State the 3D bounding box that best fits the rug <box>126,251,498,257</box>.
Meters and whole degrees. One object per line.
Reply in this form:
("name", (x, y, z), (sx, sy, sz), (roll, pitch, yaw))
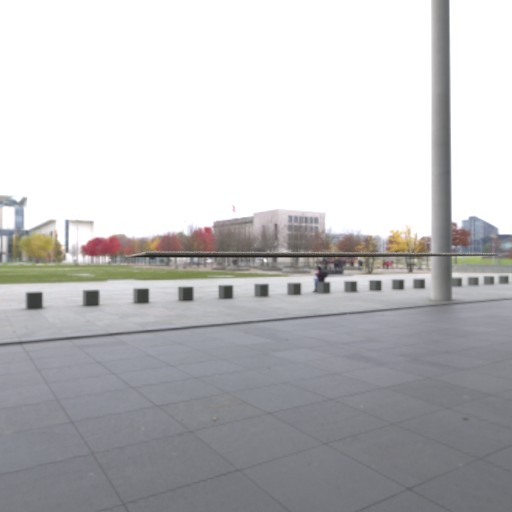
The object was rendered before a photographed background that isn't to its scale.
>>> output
("rug", (0.000, 0.000, 2.813), (1.524, 0.011, 2.286), (0, 0, -18))
